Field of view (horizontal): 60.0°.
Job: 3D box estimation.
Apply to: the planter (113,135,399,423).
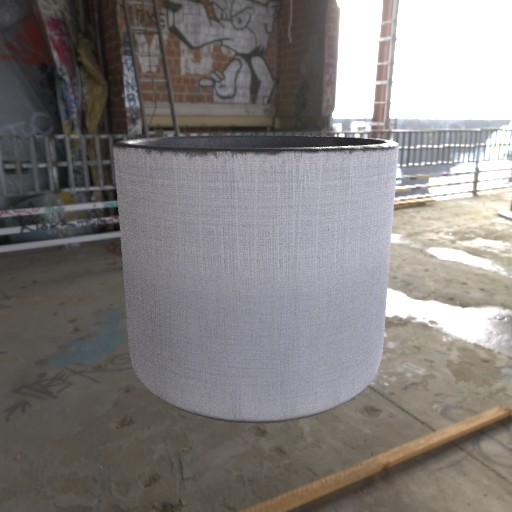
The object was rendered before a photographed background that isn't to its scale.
[{"bbox_3d":[0.000,0.000,0.436,0.254,0.221,0.254,0,17,0],"label":"planter"}]
